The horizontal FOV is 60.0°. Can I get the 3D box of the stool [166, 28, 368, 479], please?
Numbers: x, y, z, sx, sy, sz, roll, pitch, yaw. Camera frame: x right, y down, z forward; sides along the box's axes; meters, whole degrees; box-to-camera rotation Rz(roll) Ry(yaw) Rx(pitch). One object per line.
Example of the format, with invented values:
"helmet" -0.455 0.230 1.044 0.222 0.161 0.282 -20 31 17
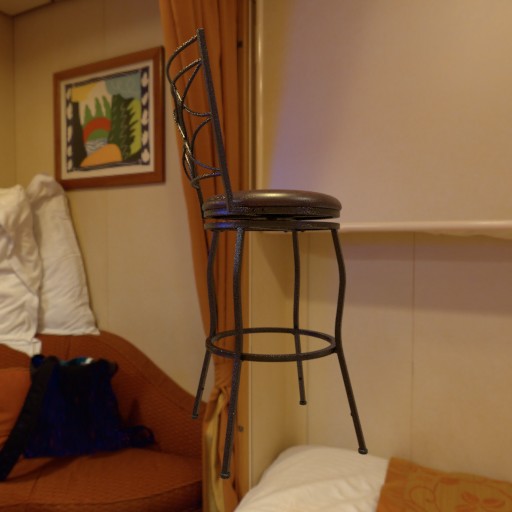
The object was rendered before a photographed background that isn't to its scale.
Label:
"stool" 0.000 0.000 1.360 0.534 1.117 0.434 -1 2 -19
